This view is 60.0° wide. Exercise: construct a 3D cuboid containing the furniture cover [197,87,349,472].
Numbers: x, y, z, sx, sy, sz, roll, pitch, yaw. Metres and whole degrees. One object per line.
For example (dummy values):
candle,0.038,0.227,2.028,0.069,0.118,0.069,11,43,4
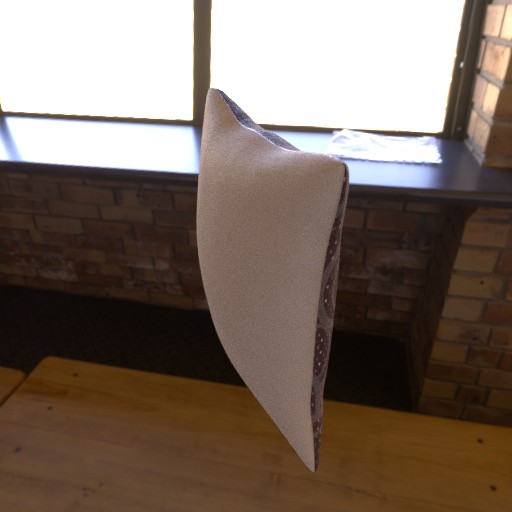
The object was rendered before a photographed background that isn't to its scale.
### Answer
furniture cover,0.000,0.000,0.810,0.193,0.509,0.552,-10,31,-17
